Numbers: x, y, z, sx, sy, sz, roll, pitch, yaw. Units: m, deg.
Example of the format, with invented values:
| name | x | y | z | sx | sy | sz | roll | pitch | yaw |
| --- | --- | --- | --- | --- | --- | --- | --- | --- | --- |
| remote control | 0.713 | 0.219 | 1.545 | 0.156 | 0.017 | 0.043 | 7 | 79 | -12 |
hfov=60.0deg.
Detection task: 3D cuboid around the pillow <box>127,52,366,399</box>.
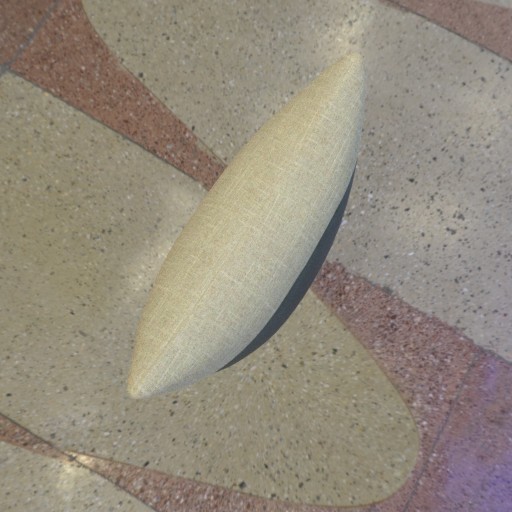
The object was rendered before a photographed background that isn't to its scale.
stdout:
| name | x | y | z | sx | sy | sz | roll | pitch | yaw |
| --- | --- | --- | --- | --- | --- | --- | --- | --- | --- |
| pillow | 0.000 | 0.000 | 0.622 | 0.173 | 0.399 | 0.414 | 32 | 79 | 7 |
